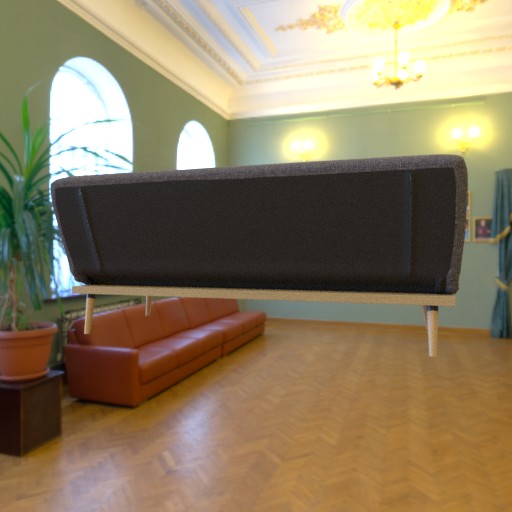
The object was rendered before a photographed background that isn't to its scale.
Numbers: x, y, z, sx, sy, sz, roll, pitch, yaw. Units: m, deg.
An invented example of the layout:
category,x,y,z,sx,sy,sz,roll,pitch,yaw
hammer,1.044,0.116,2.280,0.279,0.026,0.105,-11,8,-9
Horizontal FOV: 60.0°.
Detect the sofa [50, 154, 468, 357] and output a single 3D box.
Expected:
category,x,y,z,sx,sy,sz,roll,pitch,yaw
sofa,0.000,0.000,2.202,1.820,0.770,0.820,0,1,17
